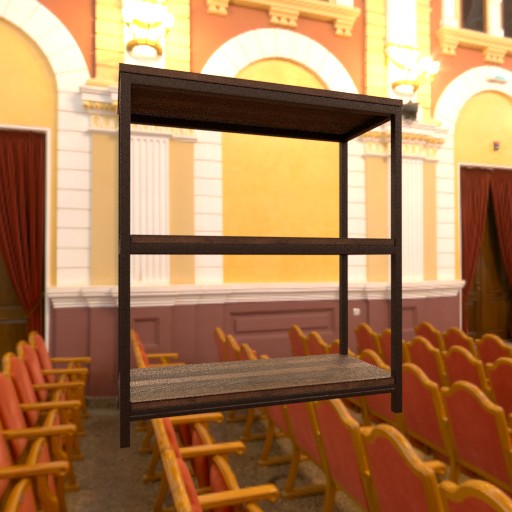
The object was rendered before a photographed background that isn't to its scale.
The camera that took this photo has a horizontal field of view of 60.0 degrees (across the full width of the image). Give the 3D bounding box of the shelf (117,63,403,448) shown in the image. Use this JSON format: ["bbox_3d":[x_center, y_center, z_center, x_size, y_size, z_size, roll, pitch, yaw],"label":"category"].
[{"bbox_3d":[0.000,0.000,1.381,0.822,0.947,0.352,0,0,-18],"label":"shelf"}]
